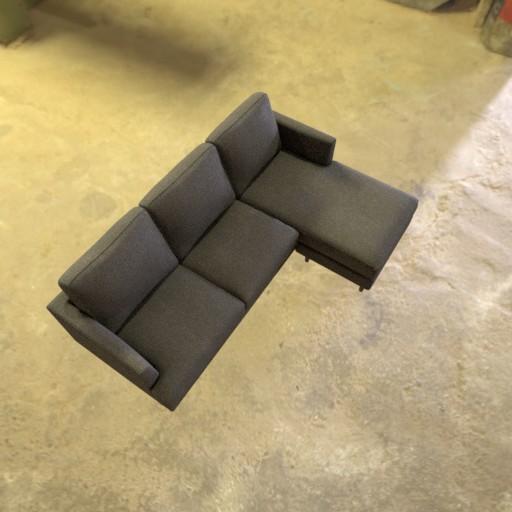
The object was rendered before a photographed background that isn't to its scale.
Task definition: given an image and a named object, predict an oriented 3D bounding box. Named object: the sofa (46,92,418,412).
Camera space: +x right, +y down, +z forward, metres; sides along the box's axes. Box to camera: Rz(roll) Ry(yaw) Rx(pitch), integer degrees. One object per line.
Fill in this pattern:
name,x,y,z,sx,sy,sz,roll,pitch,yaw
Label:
sofa,0.000,0.000,3.047,1.504,0.956,2.233,29,62,18
